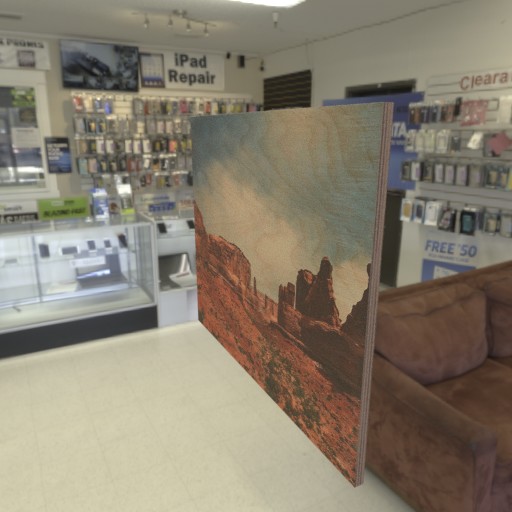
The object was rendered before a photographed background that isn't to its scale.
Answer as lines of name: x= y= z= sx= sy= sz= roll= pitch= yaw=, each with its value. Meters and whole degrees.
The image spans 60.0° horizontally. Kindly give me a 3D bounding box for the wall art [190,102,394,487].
wall art: x=0.000 y=0.000 z=0.658 sx=0.013 sy=0.406 sz=0.508 roll=-8 pitch=18 yaw=-26
